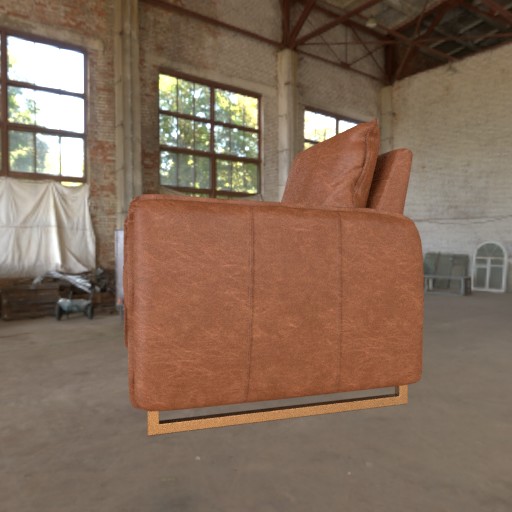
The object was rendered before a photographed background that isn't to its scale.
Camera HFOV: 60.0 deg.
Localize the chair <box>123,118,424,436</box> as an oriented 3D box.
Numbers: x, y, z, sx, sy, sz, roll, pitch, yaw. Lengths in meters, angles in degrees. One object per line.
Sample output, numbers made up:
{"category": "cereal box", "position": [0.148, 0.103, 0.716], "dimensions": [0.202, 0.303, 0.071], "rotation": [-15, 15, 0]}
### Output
{"category": "chair", "position": [0.000, 0.000, 1.605], "dimensions": [0.922, 0.922, 0.830], "rotation": [0, 1, -17]}
